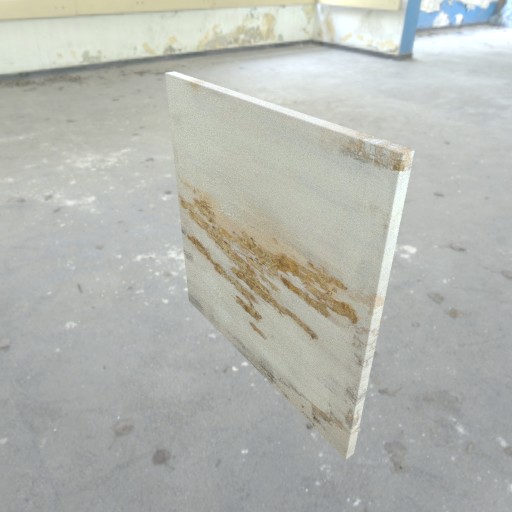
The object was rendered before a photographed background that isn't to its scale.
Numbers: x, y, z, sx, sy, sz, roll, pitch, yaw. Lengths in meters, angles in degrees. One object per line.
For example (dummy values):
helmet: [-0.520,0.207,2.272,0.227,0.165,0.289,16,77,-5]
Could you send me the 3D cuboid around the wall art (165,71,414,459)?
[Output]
wall art: [0.000,0.000,1.497,0.040,1.018,1.015,-22,39,-30]
